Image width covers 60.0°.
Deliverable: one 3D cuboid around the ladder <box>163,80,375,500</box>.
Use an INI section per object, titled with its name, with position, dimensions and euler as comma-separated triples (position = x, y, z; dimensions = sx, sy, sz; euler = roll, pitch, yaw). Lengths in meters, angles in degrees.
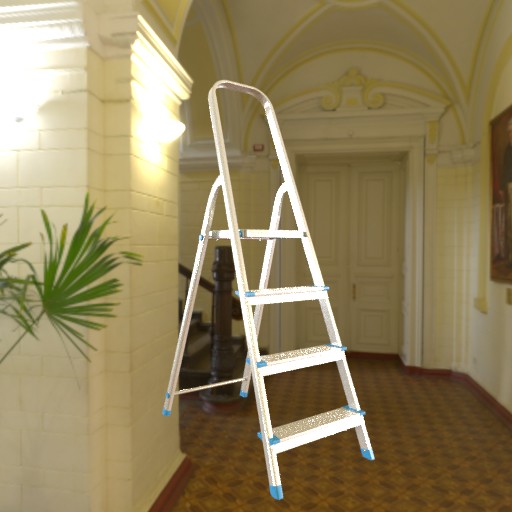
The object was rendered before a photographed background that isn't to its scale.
[ladder]
position = 0.000, 0.000, 1.773
dimensions = 0.445, 1.434, 0.842
euler = -1, 2, -36
